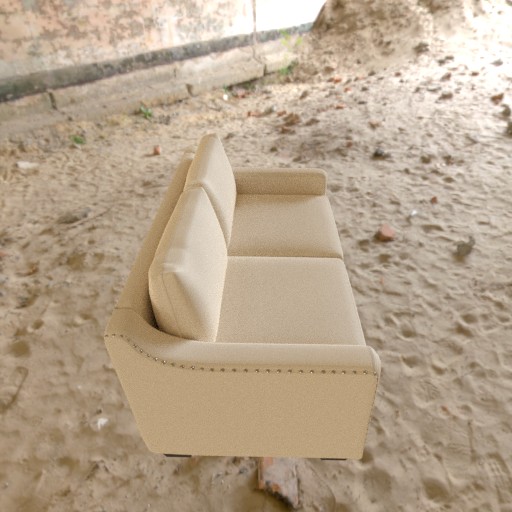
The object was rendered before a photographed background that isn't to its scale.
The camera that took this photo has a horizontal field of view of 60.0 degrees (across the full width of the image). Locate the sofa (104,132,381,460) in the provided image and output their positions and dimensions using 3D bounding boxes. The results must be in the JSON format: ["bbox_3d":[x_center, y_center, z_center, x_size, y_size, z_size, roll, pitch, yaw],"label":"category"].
[{"bbox_3d":[0.000,0.000,2.313,0.949,0.830,1.812,1,33,1],"label":"sofa"}]
